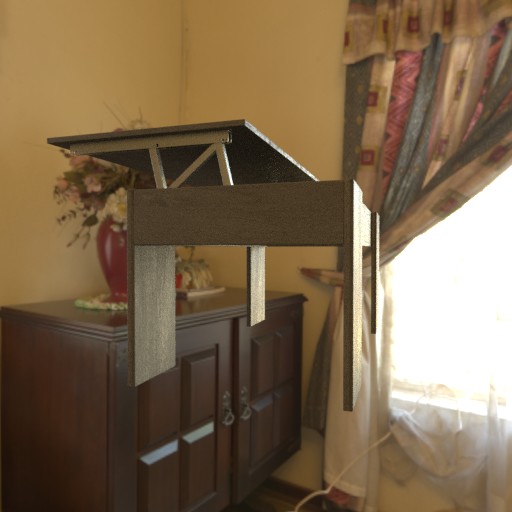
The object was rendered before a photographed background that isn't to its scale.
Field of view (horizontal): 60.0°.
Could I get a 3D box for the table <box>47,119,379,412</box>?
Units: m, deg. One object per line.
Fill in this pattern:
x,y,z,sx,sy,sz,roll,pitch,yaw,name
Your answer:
0.000,0.000,1.414,0.711,0.570,1.000,0,1,18,table
